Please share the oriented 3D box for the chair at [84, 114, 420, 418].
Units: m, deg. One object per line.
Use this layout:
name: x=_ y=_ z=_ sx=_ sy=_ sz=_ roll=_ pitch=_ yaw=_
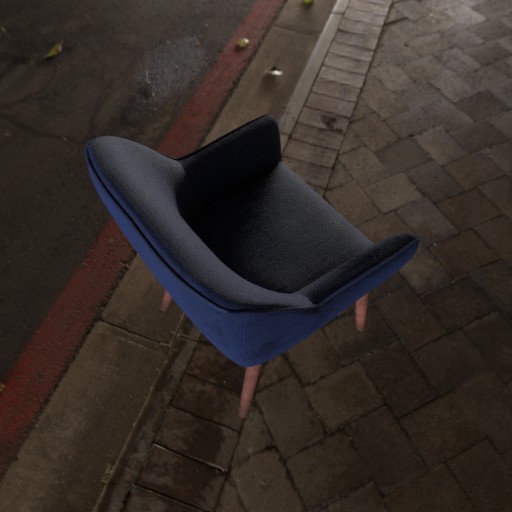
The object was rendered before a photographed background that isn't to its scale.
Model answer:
chair: x=0.000 y=0.000 z=1.245 sx=0.600 sy=0.820 sz=0.600 roll=-34 pitch=64 yaw=-19
